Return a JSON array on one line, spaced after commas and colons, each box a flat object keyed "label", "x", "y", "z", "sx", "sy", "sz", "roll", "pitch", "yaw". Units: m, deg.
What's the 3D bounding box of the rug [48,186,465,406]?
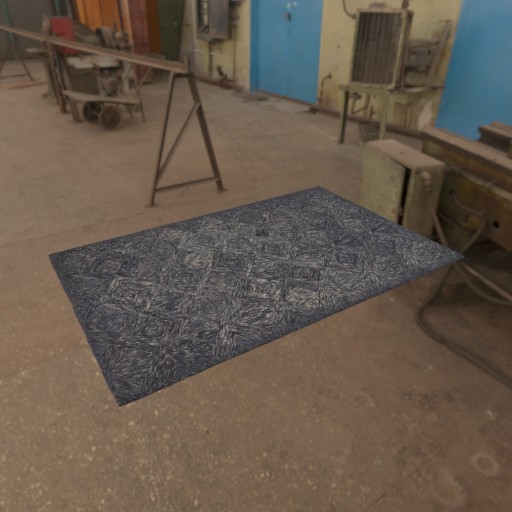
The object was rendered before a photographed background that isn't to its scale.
[{"label": "rug", "x": 0.000, "y": 0.000, "z": 2.215, "sx": 1.754, "sy": 0.010, "sz": 1.139, "roll": -18, "pitch": 35, "yaw": -28}]
